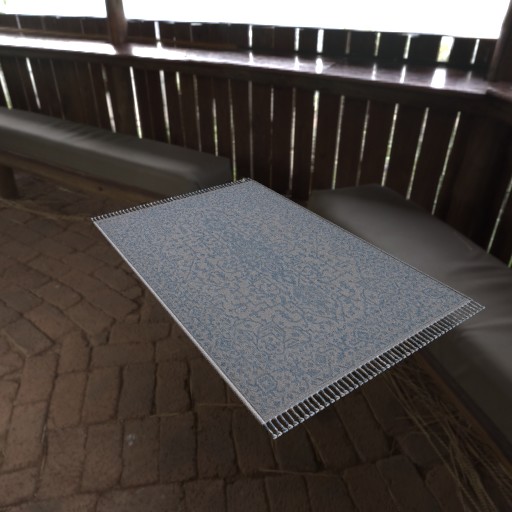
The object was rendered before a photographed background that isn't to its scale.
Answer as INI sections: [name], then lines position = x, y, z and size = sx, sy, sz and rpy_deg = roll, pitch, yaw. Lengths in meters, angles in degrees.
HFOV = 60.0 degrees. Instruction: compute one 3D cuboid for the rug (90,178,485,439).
[rug]
position = 0.000, 0.000, 3.035
size = 1.524, 0.010, 2.438
rpy_deg = -20, 37, -29
